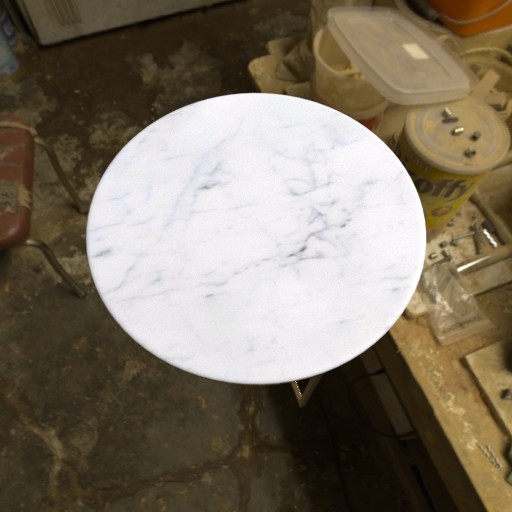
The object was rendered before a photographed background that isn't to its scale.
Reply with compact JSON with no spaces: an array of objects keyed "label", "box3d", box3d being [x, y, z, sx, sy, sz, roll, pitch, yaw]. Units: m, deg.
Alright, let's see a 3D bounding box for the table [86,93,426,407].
[{"label":"table","box3d":[0.000,0.000,1.253,0.800,0.450,0.800,0,62,0]}]
